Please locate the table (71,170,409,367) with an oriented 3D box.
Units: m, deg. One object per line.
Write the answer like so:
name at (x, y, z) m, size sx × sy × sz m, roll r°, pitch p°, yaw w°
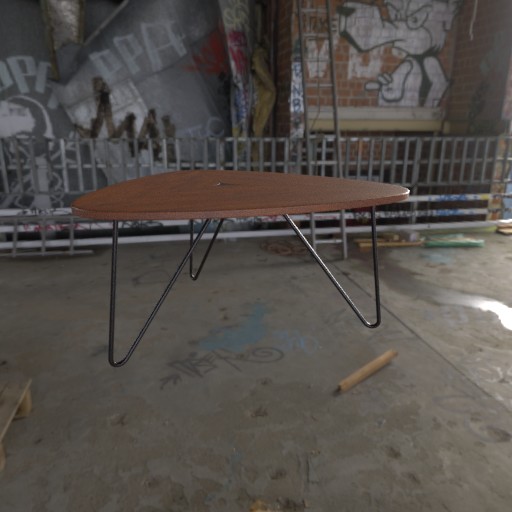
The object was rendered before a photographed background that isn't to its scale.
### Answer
table at (0.000, 0.000, 1.301) m, size 0.821 × 0.413 × 0.833 m, roll 3°, pitch 17°, yaw 9°
